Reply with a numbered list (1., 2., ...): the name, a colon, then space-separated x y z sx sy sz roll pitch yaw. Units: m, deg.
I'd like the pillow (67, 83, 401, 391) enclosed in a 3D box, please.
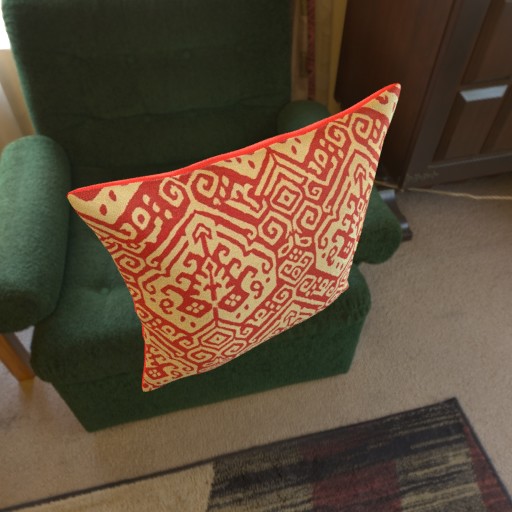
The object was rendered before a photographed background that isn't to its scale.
1. pillow: 0.000 0.000 0.787 0.522 0.507 0.192 -24 52 -20
